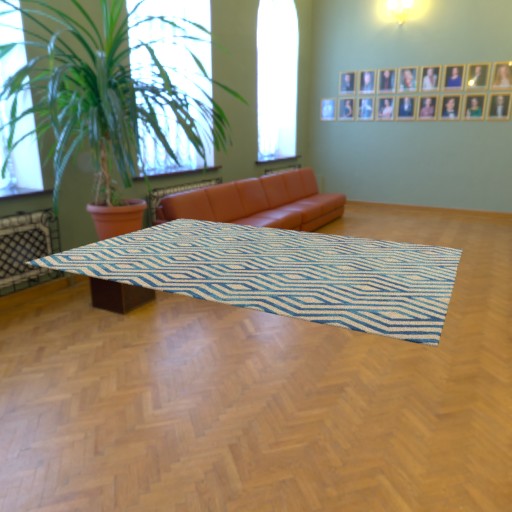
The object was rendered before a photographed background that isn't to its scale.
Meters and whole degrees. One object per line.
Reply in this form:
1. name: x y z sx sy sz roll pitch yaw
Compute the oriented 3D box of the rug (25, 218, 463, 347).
1. rug: 0.000 0.000 2.220 1.830 0.008 1.225 8 18 26
